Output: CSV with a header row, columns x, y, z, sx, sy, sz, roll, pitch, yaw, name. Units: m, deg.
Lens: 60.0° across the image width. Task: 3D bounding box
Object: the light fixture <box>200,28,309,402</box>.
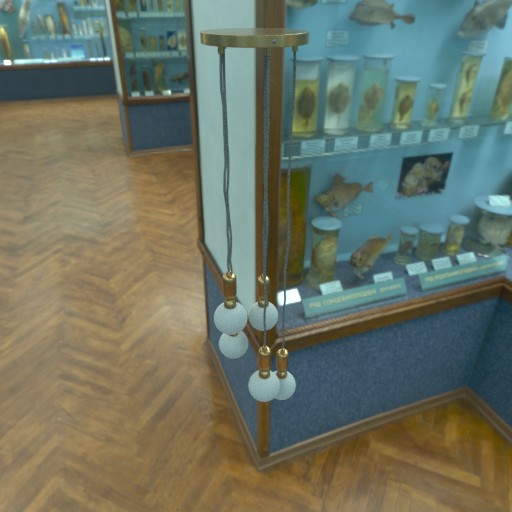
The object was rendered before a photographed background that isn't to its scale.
x,y,z,sx,sy,sz,roll,pitch,yaw,name
0.000,0.000,0.504,0.108,0.457,0.105,-10,32,-16,light fixture
